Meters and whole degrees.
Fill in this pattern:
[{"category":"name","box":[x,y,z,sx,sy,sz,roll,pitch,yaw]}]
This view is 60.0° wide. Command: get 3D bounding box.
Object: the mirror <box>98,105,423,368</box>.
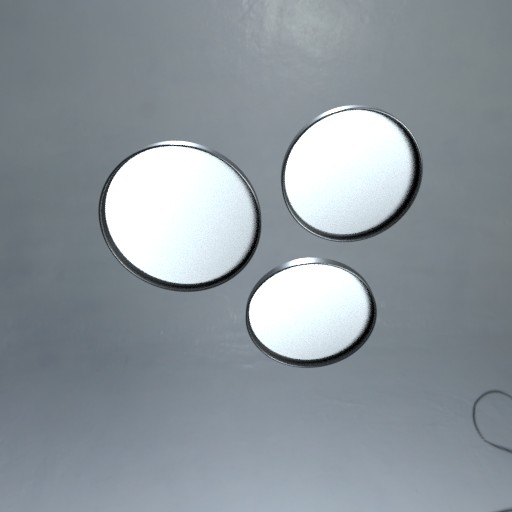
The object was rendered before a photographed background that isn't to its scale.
[{"category":"mirror","box":[0.000,0.000,3.216,2.160,2.096,0.076,0,29,0]}]
